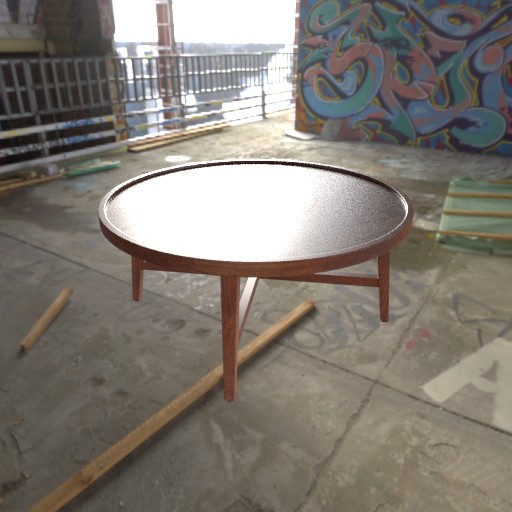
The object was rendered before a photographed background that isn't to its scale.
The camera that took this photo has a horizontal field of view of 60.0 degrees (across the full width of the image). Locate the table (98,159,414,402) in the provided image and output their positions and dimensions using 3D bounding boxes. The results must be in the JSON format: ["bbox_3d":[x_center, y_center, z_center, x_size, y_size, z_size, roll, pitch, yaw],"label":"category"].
[{"bbox_3d":[0.000,0.000,1.254,0.800,0.360,0.800,0,26,0],"label":"table"}]
